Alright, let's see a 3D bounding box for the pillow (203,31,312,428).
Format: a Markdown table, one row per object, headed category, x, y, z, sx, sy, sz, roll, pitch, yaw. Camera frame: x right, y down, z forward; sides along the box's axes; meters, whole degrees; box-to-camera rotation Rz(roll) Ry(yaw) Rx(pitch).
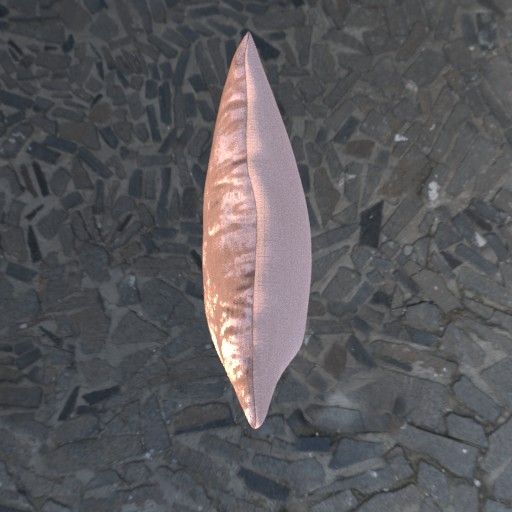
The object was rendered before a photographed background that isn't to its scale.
| category | x | y | z | sx | sy | sz | roll | pitch | yaw |
| --- | --- | --- | --- | --- | --- | --- | --- | --- | --- |
| pillow | 0.000 | 0.000 | 0.721 | 0.175 | 0.464 | 0.470 | 0 | 76 | 0 |
